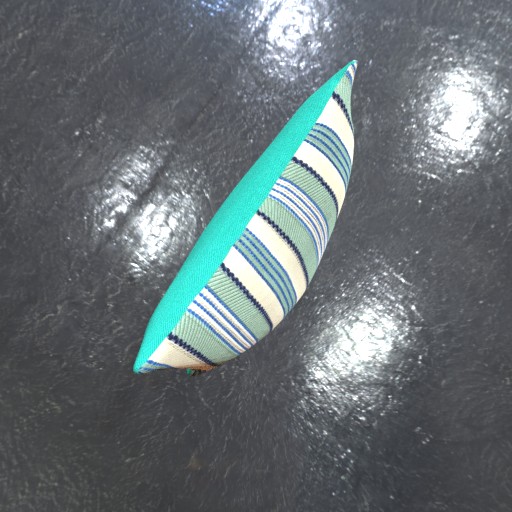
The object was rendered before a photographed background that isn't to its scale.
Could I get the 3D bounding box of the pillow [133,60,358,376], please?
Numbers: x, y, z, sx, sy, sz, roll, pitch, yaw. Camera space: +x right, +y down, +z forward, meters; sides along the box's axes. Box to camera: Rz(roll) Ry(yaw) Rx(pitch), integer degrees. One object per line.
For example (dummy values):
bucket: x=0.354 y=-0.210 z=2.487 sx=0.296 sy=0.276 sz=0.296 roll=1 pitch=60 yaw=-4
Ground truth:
pillow: x=0.000 y=0.000 z=0.680 sx=0.182 sy=0.441 sz=0.440 roll=32 pitch=78 yaw=8
